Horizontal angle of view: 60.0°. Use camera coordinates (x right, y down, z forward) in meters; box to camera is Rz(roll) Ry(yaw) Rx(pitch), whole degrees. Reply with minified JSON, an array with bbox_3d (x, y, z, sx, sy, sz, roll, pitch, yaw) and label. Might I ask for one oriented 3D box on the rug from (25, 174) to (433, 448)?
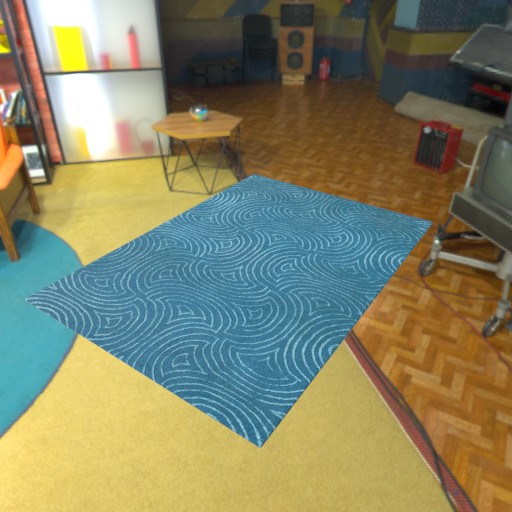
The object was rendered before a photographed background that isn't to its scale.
[{"bbox_3d":[0.000,0.000,2.756,1.543,0.015,2.144,21,38,29],"label":"rug"}]
